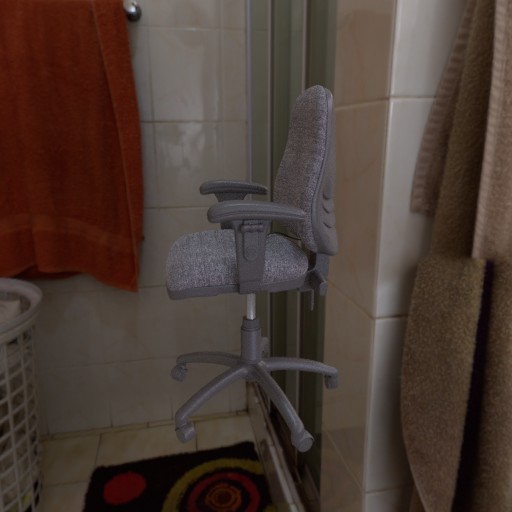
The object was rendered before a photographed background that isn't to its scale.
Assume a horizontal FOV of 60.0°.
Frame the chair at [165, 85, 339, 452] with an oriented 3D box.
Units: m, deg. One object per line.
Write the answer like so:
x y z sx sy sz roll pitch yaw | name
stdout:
0.000 0.000 1.260 0.530 0.910 0.550 -2 16 -9 | chair
